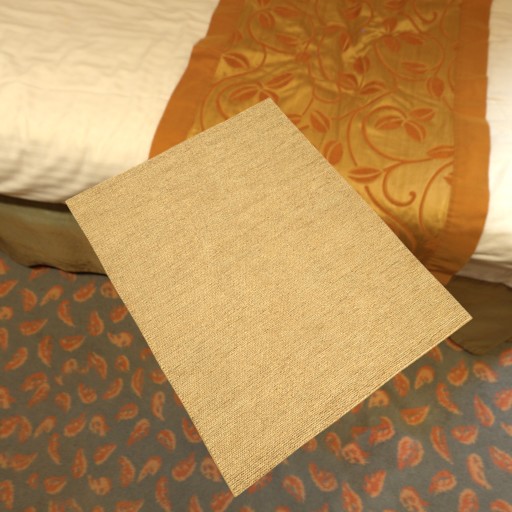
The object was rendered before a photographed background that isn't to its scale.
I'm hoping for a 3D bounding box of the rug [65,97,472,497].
[{"bbox_3d":[0.000,0.000,4.027,2.406,0.012,3.034,-31,68,-14],"label":"rug"}]
